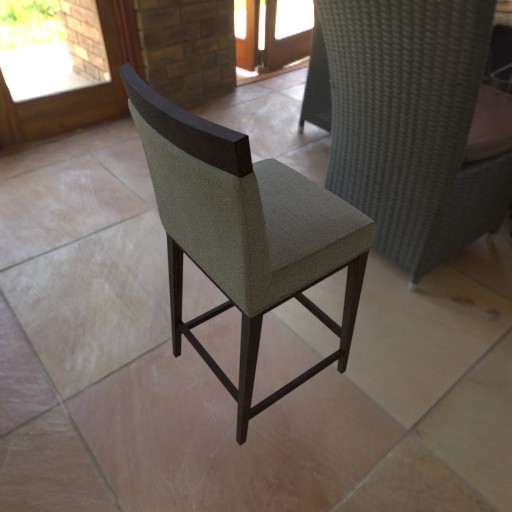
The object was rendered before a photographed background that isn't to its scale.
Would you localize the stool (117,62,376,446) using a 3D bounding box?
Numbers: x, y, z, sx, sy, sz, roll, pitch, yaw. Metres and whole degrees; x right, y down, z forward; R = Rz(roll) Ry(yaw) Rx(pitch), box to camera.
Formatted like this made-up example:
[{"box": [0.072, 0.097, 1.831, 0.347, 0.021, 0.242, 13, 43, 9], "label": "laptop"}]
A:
[{"box": [0.000, 0.000, 1.395, 0.531, 1.117, 0.511, -26, 47, -27], "label": "stool"}]
